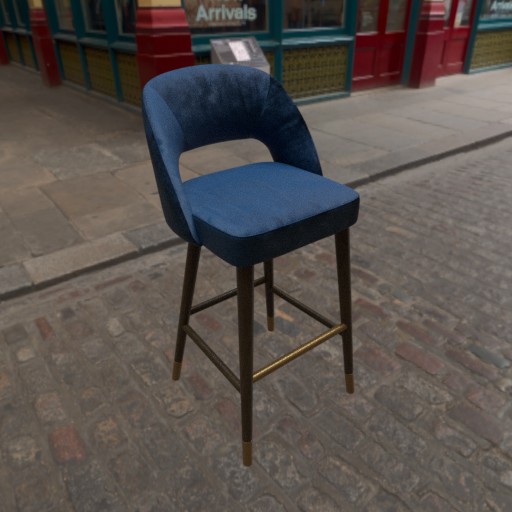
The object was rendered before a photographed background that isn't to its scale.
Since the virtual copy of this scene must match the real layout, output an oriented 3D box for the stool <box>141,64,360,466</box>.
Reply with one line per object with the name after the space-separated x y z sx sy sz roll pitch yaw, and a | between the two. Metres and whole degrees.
0.000 0.000 1.326 0.514 1.016 0.515 -21 36 -32 | stool
